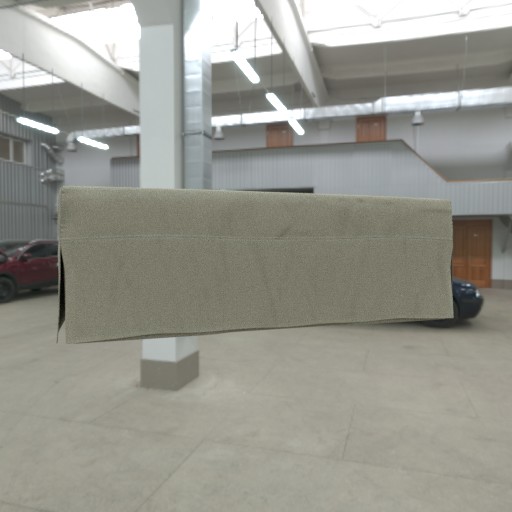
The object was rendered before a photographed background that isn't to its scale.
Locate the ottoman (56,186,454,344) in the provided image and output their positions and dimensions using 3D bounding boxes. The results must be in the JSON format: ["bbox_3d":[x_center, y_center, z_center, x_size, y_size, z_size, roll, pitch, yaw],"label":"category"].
[{"bbox_3d":[0.000,0.000,1.718,1.388,0.457,0.665,-1,2,-18],"label":"ottoman"}]
